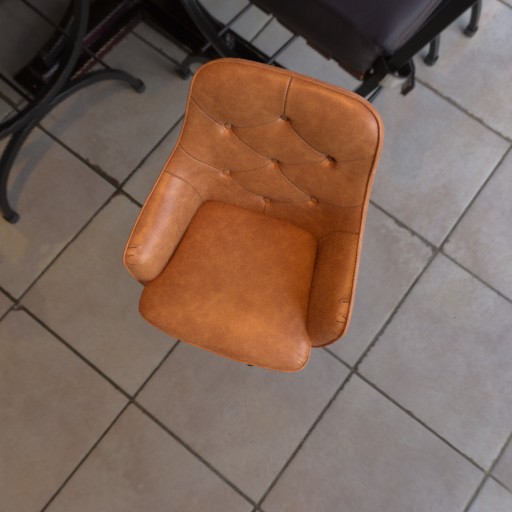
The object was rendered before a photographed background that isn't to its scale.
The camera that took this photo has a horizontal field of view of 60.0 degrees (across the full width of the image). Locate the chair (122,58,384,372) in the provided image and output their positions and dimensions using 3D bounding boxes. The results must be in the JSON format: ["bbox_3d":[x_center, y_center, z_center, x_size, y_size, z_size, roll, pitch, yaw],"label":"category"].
[{"bbox_3d":[0.000,0.000,1.291,0.628,0.909,0.615,19,78,4],"label":"chair"}]
